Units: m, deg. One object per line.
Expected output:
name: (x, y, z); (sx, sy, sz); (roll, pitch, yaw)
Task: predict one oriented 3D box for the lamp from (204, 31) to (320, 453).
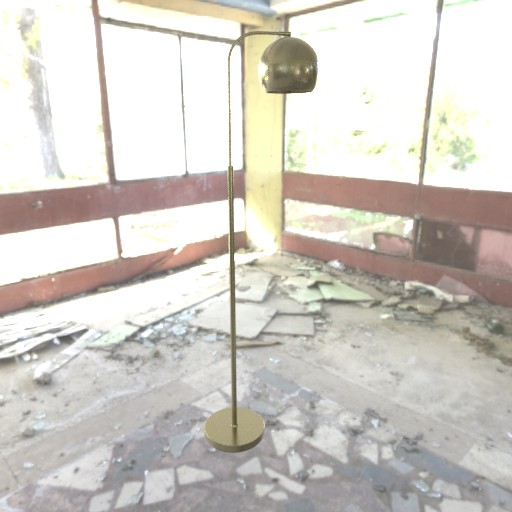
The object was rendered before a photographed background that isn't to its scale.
lamp: (0.000, 0.000, 1.653); (0.431, 1.526, 0.250); (-3, 16, -9)
